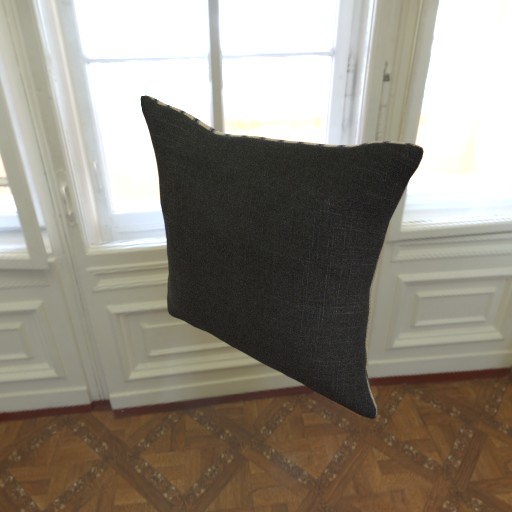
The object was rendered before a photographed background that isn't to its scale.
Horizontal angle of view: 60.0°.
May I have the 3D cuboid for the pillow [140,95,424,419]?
[{"bbox_3d":[0.000,0.000,0.709,0.468,0.444,0.138,21,36,31],"label":"pillow"}]
